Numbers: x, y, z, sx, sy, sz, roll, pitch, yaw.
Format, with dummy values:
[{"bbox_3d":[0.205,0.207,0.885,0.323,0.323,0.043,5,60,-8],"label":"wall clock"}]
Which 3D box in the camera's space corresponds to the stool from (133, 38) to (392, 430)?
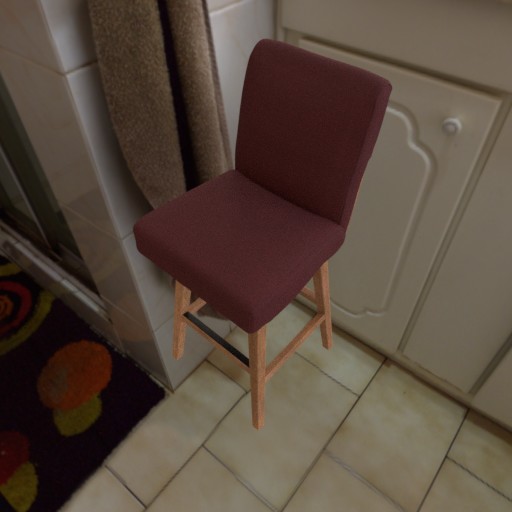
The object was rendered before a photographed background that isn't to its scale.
[{"bbox_3d":[0.000,0.000,1.398,0.468,1.093,0.562,32,55,27],"label":"stool"}]
